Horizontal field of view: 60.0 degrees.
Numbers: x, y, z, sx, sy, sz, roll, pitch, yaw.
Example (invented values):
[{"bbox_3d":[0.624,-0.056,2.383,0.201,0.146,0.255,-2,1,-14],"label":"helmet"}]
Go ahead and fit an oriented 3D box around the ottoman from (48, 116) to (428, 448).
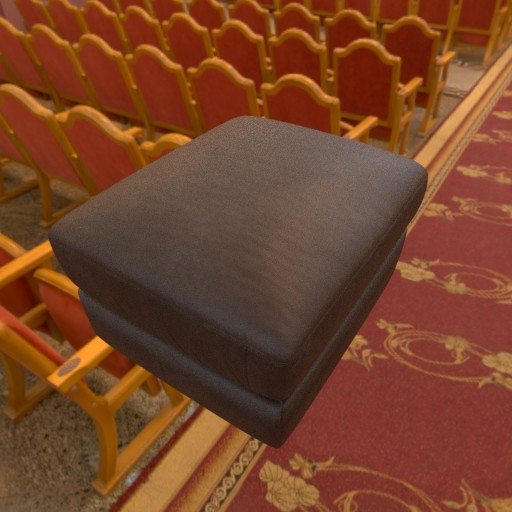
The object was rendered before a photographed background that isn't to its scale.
[{"bbox_3d":[0.000,0.000,1.246,0.670,0.569,0.806,23,45,25],"label":"ottoman"}]
